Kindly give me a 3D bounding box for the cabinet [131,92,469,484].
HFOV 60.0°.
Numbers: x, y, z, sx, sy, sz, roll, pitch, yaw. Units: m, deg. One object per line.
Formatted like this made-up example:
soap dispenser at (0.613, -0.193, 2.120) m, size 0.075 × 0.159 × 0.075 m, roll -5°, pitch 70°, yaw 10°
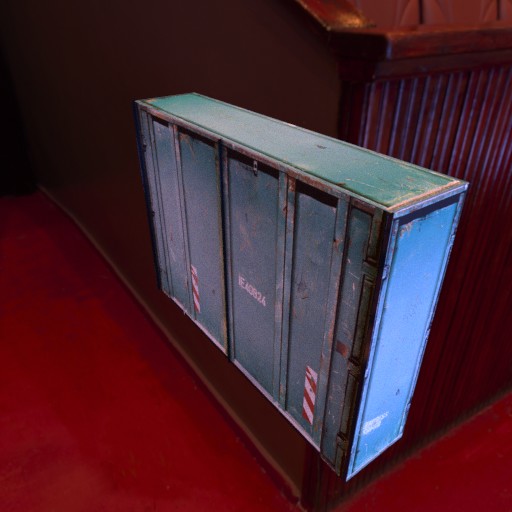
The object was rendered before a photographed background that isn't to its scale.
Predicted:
cabinet at (0.000, 0.000, 3.843) m, size 0.680 × 2.160 × 3.001 m, roll -21°, pitch 37°, yaw -31°
